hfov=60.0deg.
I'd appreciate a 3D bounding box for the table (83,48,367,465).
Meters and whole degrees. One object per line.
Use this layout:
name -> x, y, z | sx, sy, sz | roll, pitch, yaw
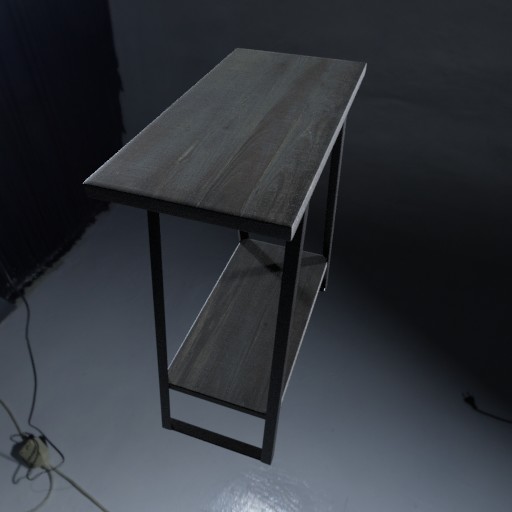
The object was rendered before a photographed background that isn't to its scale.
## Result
table -> 0.000, 0.000, 1.019 | 0.300, 0.701, 0.599 | 13, 44, 14
